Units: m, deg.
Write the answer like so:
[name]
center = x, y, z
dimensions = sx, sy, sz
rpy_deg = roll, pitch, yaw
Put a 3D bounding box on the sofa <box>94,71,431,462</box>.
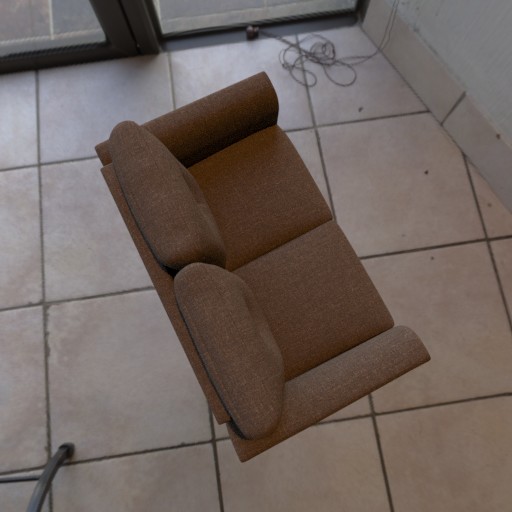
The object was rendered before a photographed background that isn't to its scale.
[sofa]
center = 0.000, 0.000, 1.982
dimensions = 0.851, 0.885, 1.423
rpy_deg = -26, 79, -6
